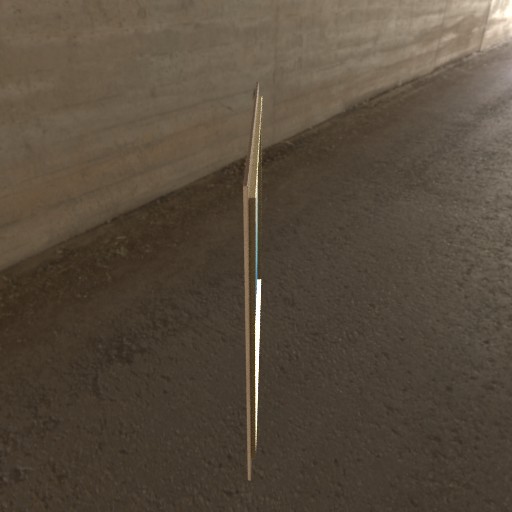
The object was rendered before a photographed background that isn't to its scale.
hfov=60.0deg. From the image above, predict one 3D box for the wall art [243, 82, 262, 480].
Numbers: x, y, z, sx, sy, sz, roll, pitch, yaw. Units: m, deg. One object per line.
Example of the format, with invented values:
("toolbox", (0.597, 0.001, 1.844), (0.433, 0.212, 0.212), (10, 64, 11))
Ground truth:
("wall art", (0.000, 0.000, 1.719), (0.025, 1.067, 1.168), (1, 32, 1))
